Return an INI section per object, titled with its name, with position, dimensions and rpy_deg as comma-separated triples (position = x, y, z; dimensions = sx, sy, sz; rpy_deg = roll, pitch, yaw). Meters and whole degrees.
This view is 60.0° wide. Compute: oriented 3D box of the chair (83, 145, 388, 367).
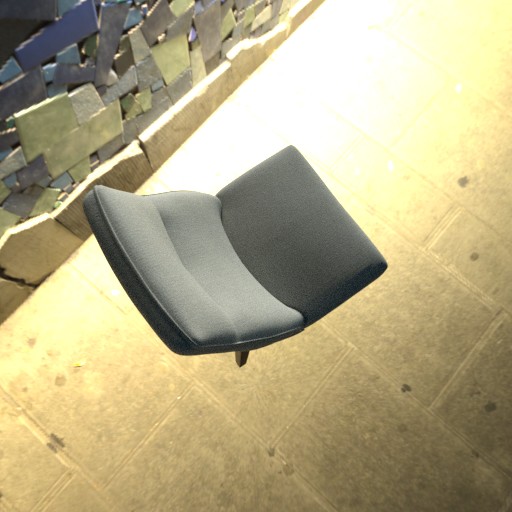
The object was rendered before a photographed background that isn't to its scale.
[chair]
position = 0.000, 0.000, 1.285
dimensions = 0.620, 0.930, 0.500
rpy_deg = -33, 77, -9
